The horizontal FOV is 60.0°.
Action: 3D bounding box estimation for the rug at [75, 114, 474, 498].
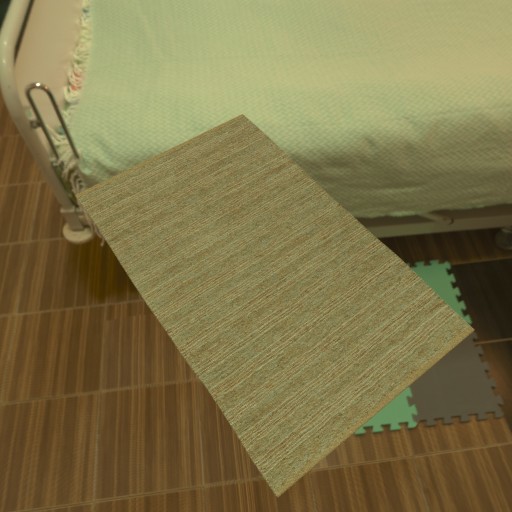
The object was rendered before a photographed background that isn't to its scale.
[{"bbox_3d":[0.000,0.000,2.996,1.540,0.012,2.448,-32,63,-19],"label":"rug"}]
